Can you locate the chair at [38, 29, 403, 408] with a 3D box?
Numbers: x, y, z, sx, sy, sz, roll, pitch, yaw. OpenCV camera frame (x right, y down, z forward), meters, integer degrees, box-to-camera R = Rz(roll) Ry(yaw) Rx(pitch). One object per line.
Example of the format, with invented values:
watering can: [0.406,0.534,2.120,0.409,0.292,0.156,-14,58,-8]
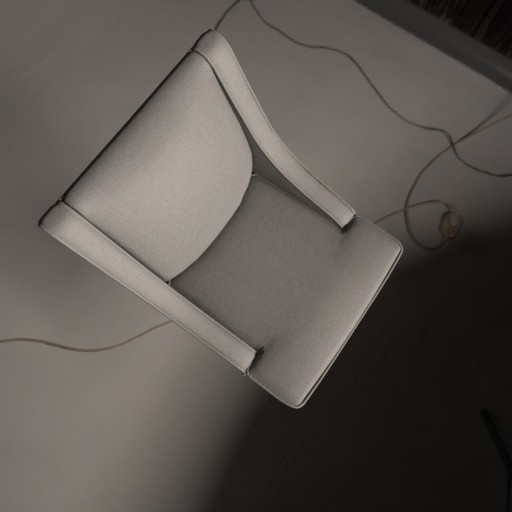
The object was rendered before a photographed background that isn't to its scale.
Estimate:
chair: [0.000,0.000,1.371,0.747,0.867,0.631,35,78,8]
